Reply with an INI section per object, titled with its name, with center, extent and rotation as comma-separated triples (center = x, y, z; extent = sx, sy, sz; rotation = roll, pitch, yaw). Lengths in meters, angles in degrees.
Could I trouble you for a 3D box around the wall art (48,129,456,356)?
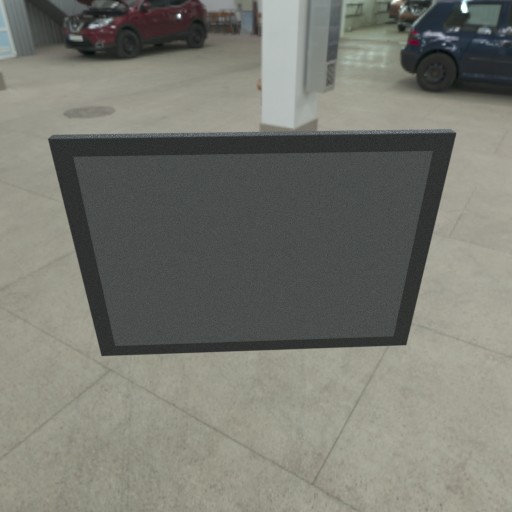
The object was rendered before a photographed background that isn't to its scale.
[wall art]
center = 0.000, 0.000, 0.554
extent = 0.432, 0.306, 0.016
rotation = -2, 31, -2
